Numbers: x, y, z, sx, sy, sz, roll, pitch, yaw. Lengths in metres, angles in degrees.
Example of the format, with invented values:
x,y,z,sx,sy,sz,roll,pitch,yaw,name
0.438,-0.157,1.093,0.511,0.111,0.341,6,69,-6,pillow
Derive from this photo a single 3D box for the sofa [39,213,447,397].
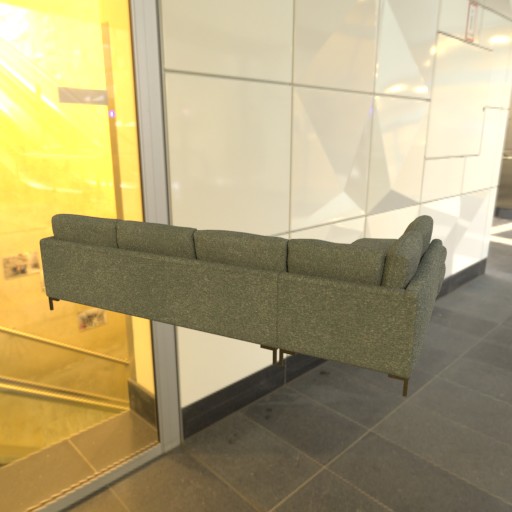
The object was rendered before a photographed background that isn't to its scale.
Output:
x,y,z,sx,sy,sz,roll,pitch,yaw,name
0.000,0.000,3.831,2.949,0.815,2.007,7,17,25,sofa
